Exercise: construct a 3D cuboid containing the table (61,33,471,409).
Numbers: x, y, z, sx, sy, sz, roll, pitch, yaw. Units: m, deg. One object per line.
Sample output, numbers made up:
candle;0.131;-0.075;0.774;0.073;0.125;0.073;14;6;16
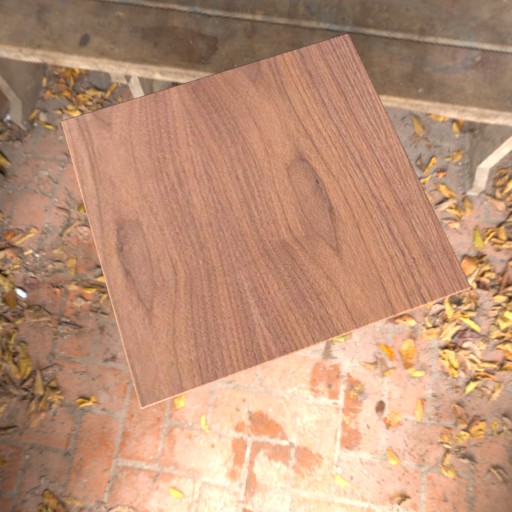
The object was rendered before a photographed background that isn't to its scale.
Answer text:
table;0.000;0.000;0.832;0.411;0.567;0.384;-19;76;-5
